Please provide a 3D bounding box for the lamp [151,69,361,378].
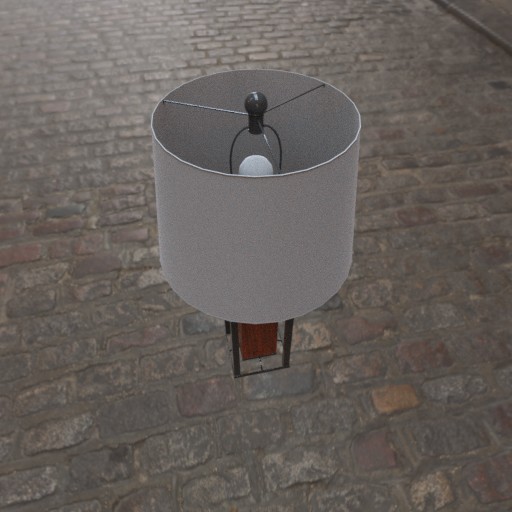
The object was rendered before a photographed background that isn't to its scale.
[{"bbox_3d":[0.000,0.000,0.764,0.320,0.591,0.320,0,47,0],"label":"lamp"}]
